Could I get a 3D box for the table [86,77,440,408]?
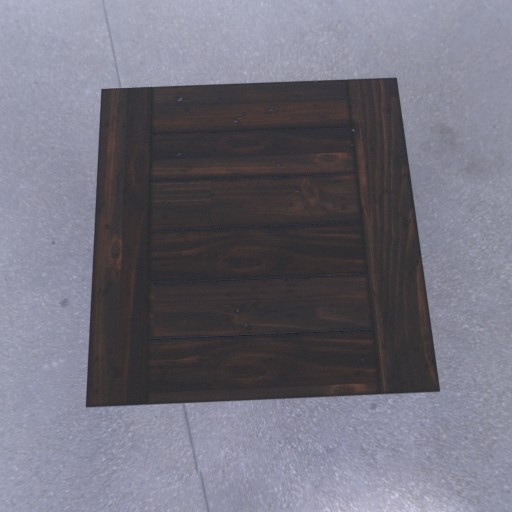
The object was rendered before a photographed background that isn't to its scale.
[{"bbox_3d":[0.000,0.000,1.023,0.593,0.437,0.606,-2,76,-1],"label":"table"}]
